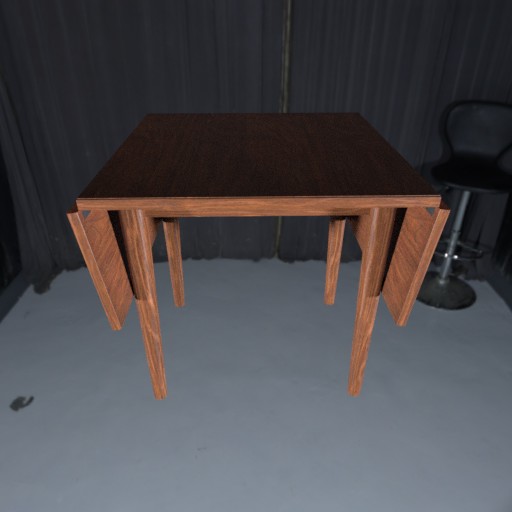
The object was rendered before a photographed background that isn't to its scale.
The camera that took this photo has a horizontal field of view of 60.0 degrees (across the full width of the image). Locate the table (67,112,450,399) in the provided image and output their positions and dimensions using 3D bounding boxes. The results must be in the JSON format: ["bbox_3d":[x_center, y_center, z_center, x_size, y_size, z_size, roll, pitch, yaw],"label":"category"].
[{"bbox_3d":[0.000,0.000,1.493,0.843,0.763,0.812,-1,30,-1],"label":"table"}]
